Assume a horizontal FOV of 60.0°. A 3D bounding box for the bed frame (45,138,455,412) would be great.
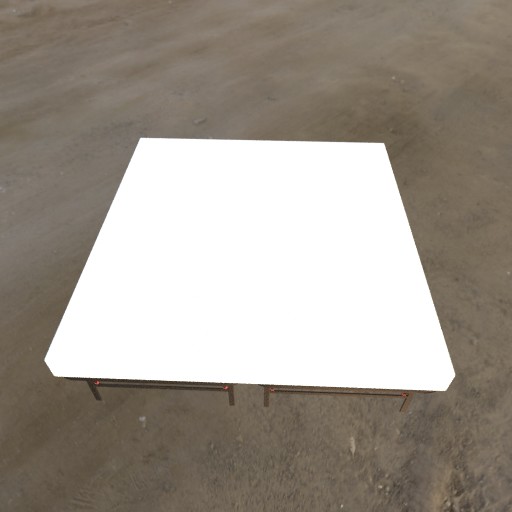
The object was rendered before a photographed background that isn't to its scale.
[{"bbox_3d":[0.000,0.000,2.987,1.930,0.559,2.032,2,45,2],"label":"bed frame"}]
